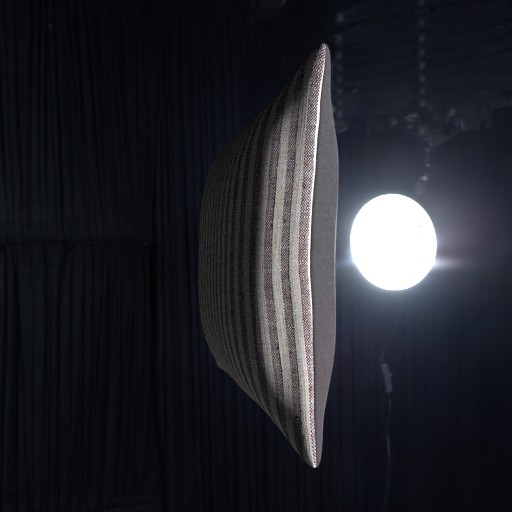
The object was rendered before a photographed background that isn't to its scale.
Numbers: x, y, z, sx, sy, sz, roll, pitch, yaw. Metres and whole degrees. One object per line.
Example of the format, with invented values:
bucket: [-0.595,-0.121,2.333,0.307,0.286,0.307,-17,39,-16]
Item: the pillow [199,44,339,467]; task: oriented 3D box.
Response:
pillow: [0.000,0.000,0.773,0.166,0.506,0.523,0,0,-17]
